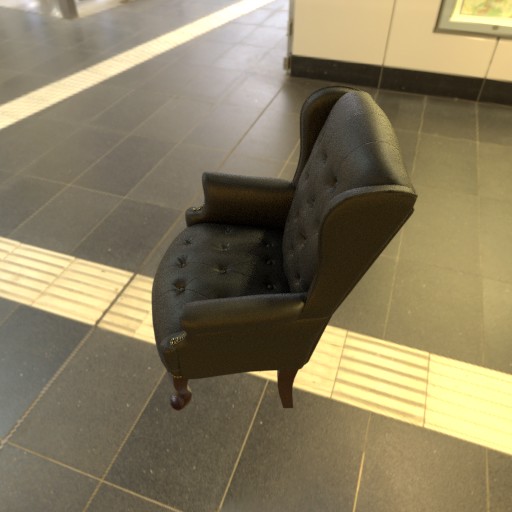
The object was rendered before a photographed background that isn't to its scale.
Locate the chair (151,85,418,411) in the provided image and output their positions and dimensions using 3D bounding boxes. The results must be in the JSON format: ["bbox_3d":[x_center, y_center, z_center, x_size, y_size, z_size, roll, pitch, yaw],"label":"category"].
[{"bbox_3d":[0.000,0.000,1.669,0.822,1.133,0.831,0,42,0],"label":"chair"}]
